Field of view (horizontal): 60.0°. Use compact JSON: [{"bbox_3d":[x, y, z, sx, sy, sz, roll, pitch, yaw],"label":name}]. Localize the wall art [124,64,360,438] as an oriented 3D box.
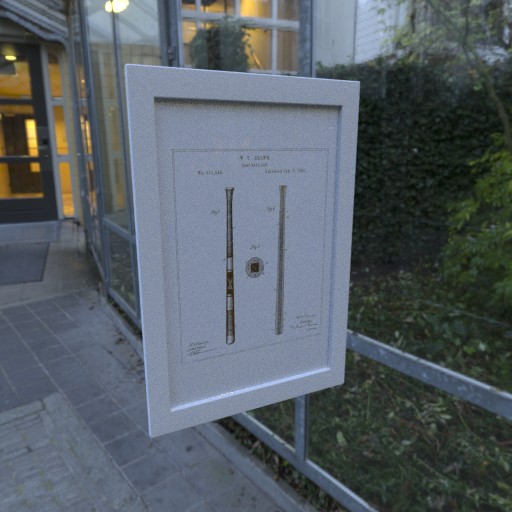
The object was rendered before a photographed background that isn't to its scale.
[{"bbox_3d":[0.000,0.000,0.629,0.329,0.482,0.011,-7,16,-25],"label":"wall art"}]
